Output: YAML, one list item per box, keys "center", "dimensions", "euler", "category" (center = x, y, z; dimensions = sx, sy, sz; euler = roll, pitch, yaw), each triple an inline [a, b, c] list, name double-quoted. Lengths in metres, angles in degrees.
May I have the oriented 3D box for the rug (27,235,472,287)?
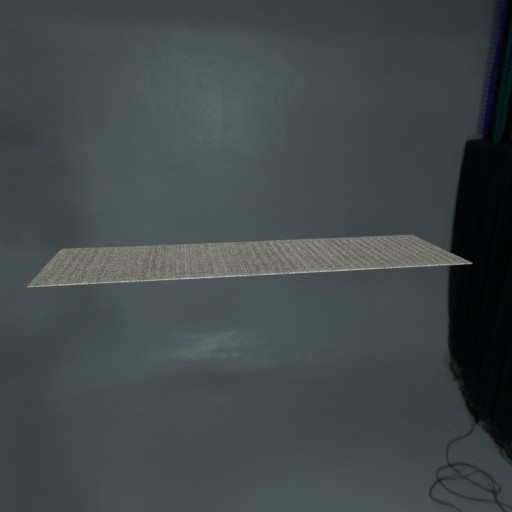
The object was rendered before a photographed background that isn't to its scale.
- center: [0.000, 0.000, 2.727]
  dimensions: [2.443, 0.009, 0.706]
  euler: [-3, 17, -9]
  category: "rug"
